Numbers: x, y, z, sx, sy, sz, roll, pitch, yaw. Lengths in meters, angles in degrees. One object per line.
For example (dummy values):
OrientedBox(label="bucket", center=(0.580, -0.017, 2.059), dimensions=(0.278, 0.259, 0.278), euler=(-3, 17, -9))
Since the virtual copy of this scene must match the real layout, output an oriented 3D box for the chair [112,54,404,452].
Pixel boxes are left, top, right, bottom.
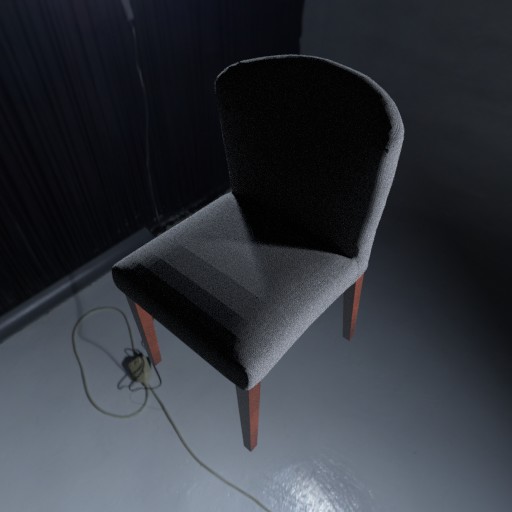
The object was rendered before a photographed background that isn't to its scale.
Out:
OrientedBox(label="chair", center=(0.000, 0.000, 1.164), dimensions=(0.491, 0.839, 0.589), euler=(32, 53, 28))
